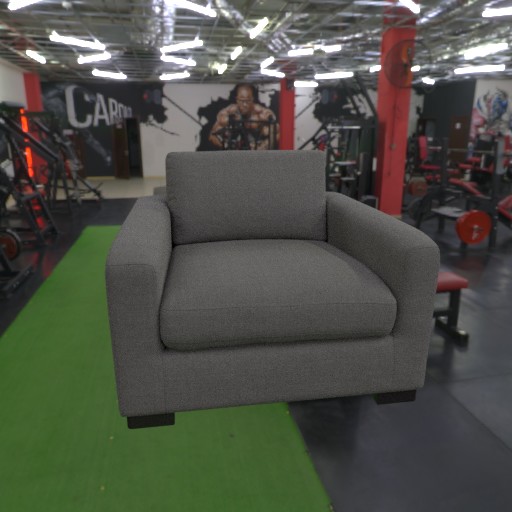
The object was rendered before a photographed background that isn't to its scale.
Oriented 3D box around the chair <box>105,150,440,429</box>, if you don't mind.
[{"bbox_3d":[0.000,0.000,1.896,1.070,0.847,1.100,-3,16,-9],"label":"chair"}]
